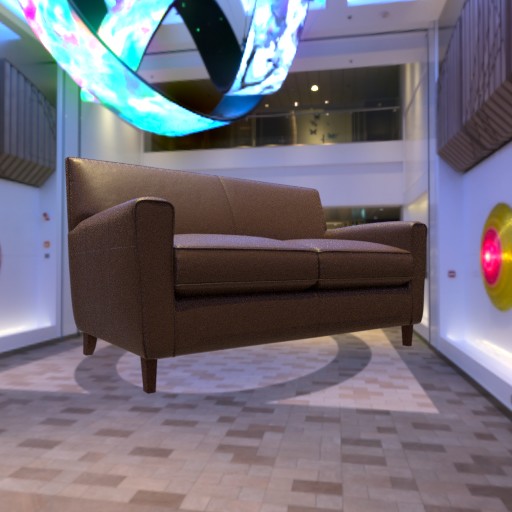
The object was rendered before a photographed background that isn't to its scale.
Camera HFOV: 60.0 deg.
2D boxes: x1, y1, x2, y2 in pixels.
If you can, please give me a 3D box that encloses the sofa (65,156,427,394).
[{"bbox_3d":[0.000,0.000,2.028,1.468,0.859,0.853,1,-1,-36],"label":"sofa"}]
